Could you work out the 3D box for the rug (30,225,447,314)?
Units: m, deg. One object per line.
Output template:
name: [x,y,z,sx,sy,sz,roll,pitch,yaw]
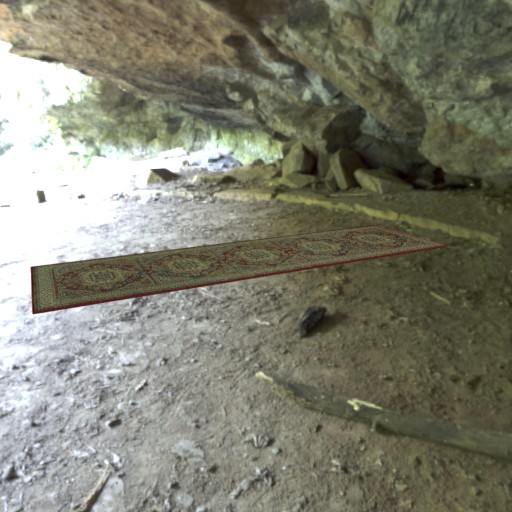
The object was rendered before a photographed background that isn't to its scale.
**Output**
rug: [0.000,0.000,2.512,2.292,0.015,0.659,-8,18,-25]
